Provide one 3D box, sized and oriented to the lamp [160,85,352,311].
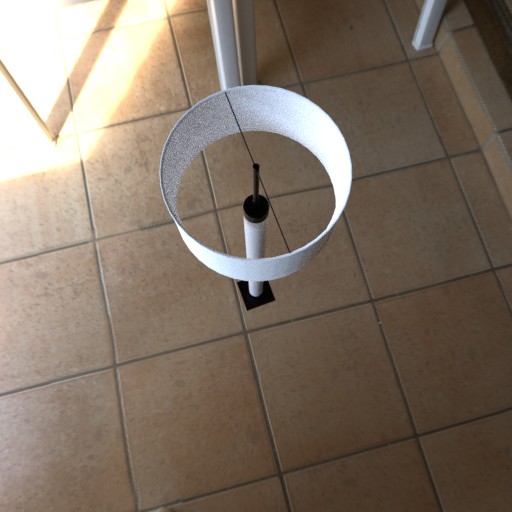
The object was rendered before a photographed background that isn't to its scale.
[{"bbox_3d":[0.000,0.000,1.663,0.420,1.475,0.420,-20,76,-5],"label":"lamp"}]
